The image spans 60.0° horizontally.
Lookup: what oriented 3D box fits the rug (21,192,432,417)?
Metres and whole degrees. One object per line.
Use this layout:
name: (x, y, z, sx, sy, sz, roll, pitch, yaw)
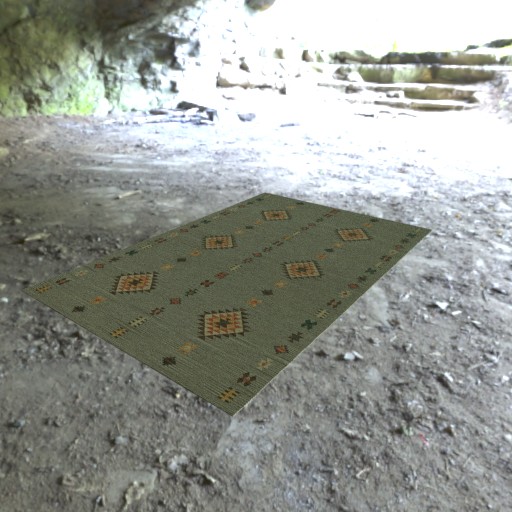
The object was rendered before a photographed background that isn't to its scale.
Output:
rug: (0.000, 0.000, 2.274, 1.217, 0.005, 1.818, 18, 31, 33)
